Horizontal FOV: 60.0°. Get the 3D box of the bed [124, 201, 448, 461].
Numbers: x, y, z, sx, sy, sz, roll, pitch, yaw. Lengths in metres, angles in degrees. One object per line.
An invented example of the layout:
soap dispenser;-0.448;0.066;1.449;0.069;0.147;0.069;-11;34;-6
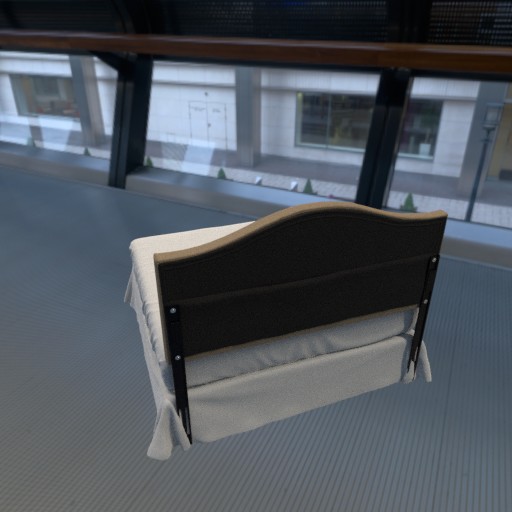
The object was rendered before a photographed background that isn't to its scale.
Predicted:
bed;0.000;0.000;3.833;2.311;1.651;2.222;-9;29;-18
